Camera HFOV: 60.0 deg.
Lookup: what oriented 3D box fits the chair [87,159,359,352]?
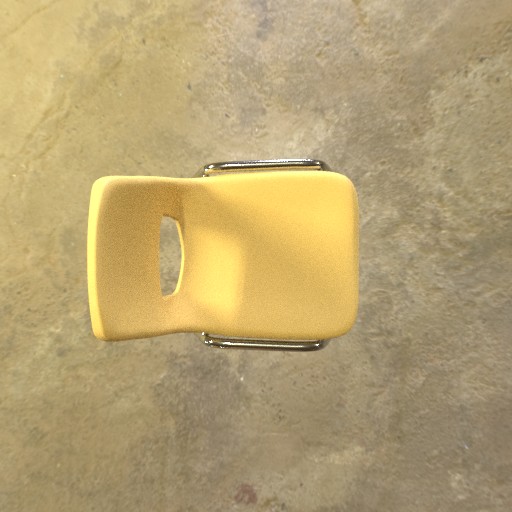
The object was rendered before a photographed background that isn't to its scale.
[{"bbox_3d":[0.000,0.000,0.779,0.385,0.536,0.354,0,91,1],"label":"chair"}]
